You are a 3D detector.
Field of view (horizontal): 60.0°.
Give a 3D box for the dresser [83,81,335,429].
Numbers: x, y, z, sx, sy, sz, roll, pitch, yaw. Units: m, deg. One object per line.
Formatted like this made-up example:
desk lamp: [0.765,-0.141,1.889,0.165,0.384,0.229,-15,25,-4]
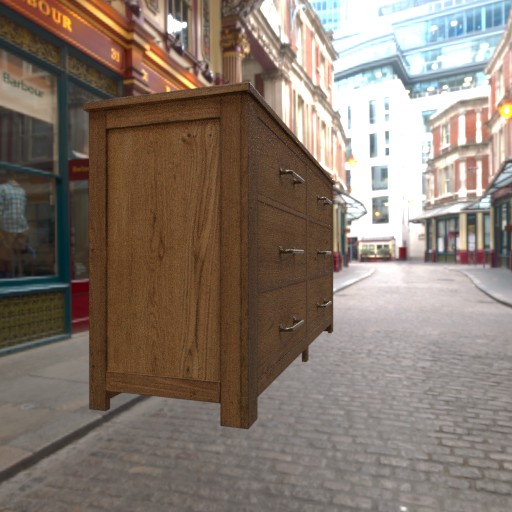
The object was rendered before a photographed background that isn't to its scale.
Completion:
dresser: [0.000,0.000,2.040,0.563,0.932,1.657,0,0,18]
